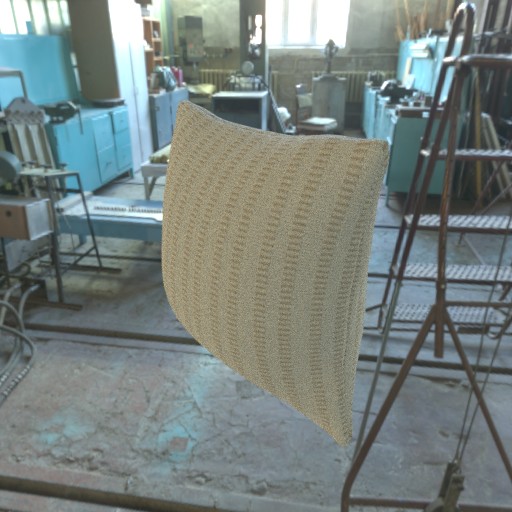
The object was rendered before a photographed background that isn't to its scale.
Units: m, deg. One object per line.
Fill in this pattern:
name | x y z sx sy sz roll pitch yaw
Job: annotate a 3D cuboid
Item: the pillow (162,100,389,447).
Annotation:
pillow | 0.000 0.000 0.682 0.247 0.419 0.438 -18 31 -32
